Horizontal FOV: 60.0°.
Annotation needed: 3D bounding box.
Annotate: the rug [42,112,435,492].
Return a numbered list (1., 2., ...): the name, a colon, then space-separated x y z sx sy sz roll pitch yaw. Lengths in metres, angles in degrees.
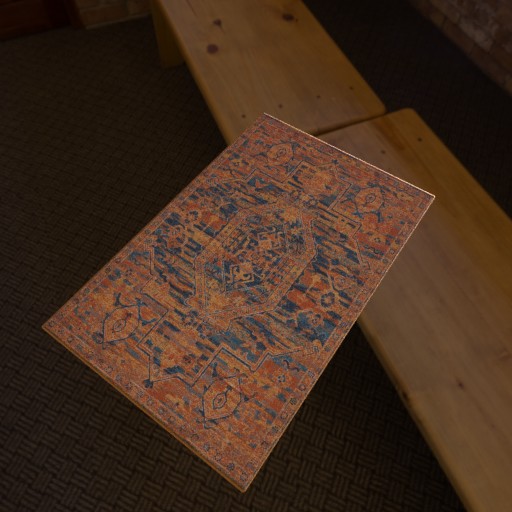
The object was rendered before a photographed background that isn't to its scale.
1. rug: 0.000 0.000 2.216 1.148 0.013 1.758 31 64 18
